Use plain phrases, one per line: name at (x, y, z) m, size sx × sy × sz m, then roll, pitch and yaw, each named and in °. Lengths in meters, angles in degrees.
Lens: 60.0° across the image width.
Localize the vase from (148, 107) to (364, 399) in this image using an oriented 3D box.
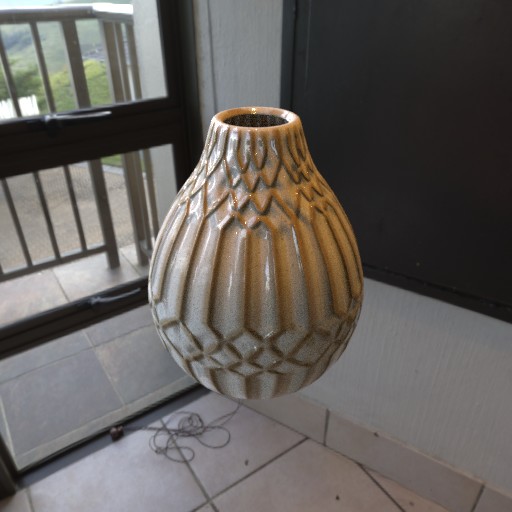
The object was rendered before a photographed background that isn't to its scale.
vase at (0.000, 0.000, 0.323) m, size 0.159 × 0.200 × 0.159 m, roll 0°, pitch 32°, yaw 0°
